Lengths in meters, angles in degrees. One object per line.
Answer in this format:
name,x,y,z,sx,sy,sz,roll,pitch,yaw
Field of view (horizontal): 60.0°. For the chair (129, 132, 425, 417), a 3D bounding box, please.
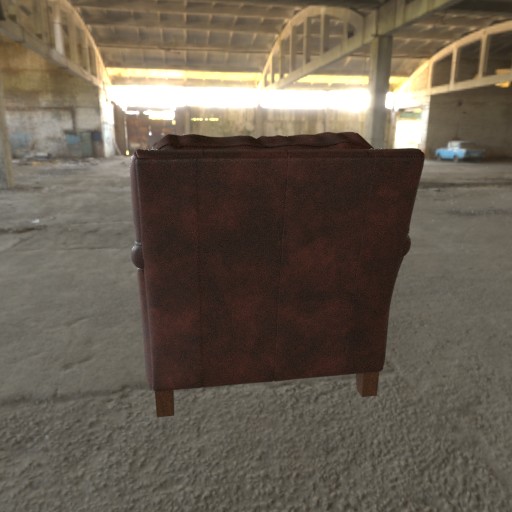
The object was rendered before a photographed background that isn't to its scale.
chair,0.000,0.000,1.955,0.987,1.051,1.156,-2,15,-9
